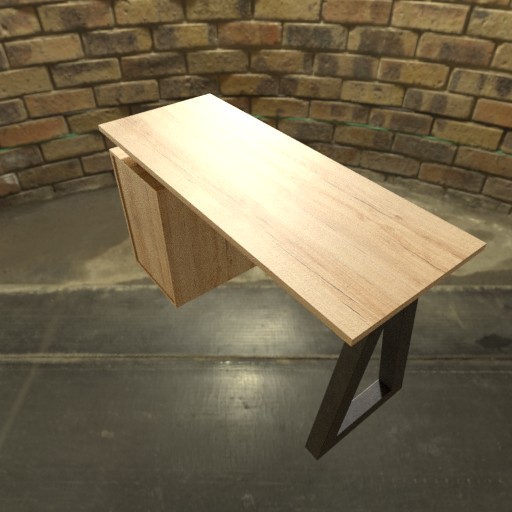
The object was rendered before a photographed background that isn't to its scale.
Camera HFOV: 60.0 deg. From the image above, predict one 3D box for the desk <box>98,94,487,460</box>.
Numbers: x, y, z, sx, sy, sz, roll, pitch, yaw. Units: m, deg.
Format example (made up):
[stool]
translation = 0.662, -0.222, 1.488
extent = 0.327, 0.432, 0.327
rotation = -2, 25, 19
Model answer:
[desk]
translation = 0.000, 0.000, 1.781
extent = 0.550, 0.760, 1.400
rotation = -27, 48, -28
